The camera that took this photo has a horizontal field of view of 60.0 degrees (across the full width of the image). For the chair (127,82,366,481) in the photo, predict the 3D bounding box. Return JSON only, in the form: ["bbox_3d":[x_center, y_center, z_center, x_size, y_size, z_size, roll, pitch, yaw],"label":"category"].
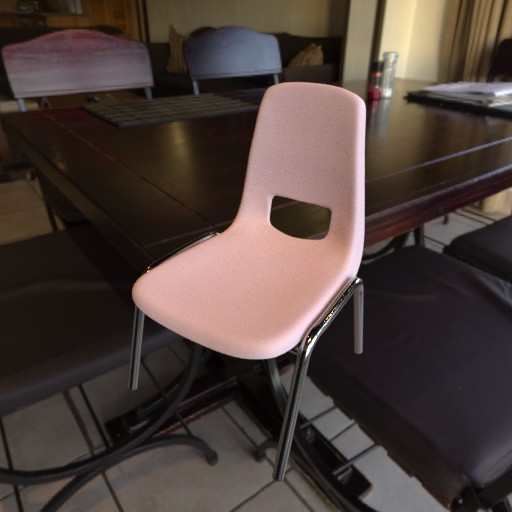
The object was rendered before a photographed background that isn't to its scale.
[{"bbox_3d":[0.000,0.000,0.788,0.354,0.536,0.385,18,34,29],"label":"chair"}]
